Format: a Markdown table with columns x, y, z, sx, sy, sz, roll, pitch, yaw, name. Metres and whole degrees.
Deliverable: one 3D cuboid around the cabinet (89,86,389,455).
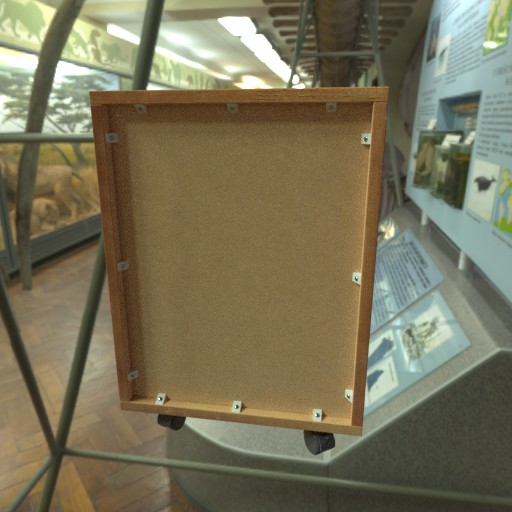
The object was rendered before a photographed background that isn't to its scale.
| x | y | z | sx | sy | sz | roll | pitch | yaw | name |
| --- | --- | --- | --- | --- | --- | --- | --- | --- | --- |
| 0.000 | 0.000 | 0.861 | 0.409 | 0.579 | 0.401 | 3 | 17 | 9 | cabinet |
